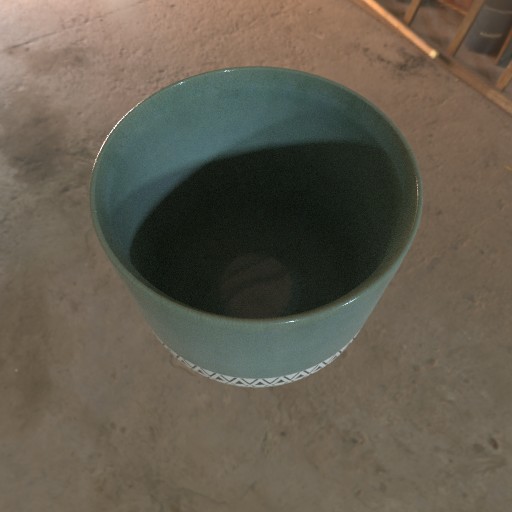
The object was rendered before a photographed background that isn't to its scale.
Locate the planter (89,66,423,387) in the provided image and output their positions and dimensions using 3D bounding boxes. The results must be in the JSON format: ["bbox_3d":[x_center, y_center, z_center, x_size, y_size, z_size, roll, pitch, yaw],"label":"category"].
[{"bbox_3d":[0.000,0.000,0.473,0.266,0.270,0.266,0,59,0],"label":"planter"}]
